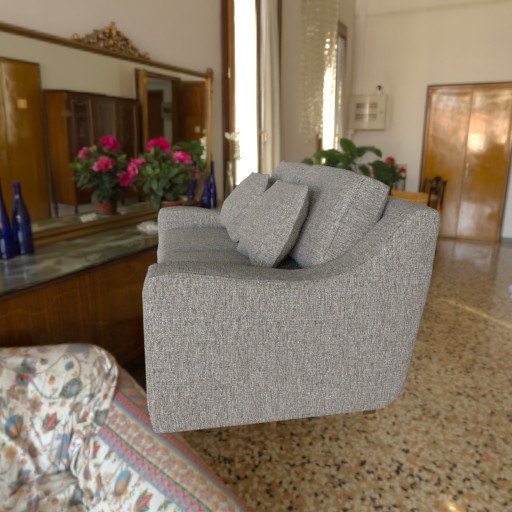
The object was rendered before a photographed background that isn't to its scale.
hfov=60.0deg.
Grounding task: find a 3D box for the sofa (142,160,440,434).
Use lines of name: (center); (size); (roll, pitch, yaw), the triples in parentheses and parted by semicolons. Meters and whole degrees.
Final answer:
sofa: (0.000, 0.000, 2.448); (1.120, 0.991, 1.778); (-2, 15, -10)
